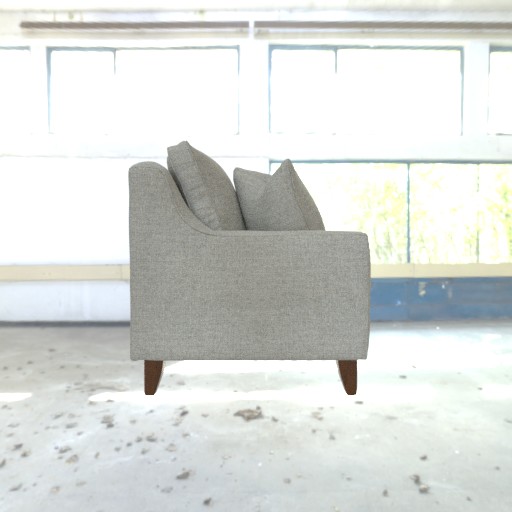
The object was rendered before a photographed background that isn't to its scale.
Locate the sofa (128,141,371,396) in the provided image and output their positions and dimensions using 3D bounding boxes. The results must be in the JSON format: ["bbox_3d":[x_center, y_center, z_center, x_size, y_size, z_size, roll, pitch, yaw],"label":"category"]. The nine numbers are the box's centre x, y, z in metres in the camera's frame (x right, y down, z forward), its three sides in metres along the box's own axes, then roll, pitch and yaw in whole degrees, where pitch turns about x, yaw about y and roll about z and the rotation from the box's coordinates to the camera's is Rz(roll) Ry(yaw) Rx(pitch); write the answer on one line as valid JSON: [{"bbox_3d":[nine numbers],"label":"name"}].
[{"bbox_3d":[0.000,0.000,2.519,0.865,0.914,2.031,0,2,0],"label":"sofa"}]
